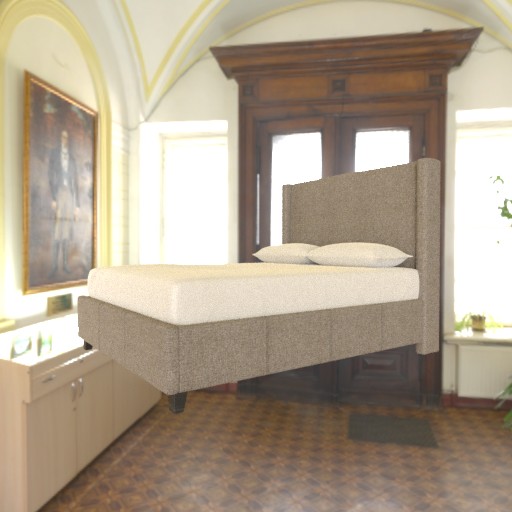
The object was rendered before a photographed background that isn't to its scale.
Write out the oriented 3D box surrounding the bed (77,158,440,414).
[{"bbox_3d":[0.000,0.000,3.433,2.245,1.481,1.714,-1,1,-35],"label":"bed"}]
